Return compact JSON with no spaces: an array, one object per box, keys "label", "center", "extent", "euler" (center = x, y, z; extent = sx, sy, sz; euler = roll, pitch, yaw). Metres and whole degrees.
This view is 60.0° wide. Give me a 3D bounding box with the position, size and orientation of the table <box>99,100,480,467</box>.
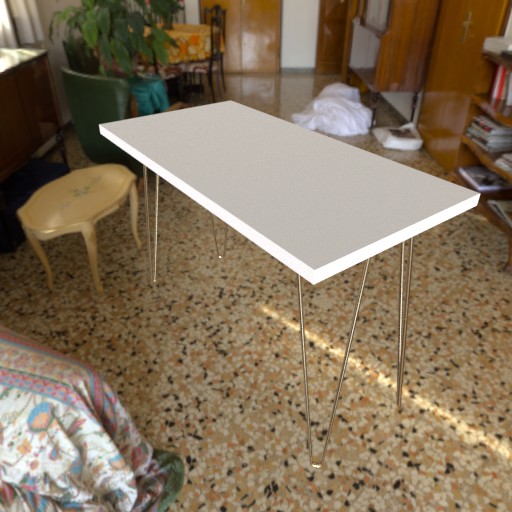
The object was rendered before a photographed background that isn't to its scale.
[{"label":"table","center":[0.000,0.000,1.367],"extent":[0.498,0.660,0.991],"euler":[-22,39,-30]}]
